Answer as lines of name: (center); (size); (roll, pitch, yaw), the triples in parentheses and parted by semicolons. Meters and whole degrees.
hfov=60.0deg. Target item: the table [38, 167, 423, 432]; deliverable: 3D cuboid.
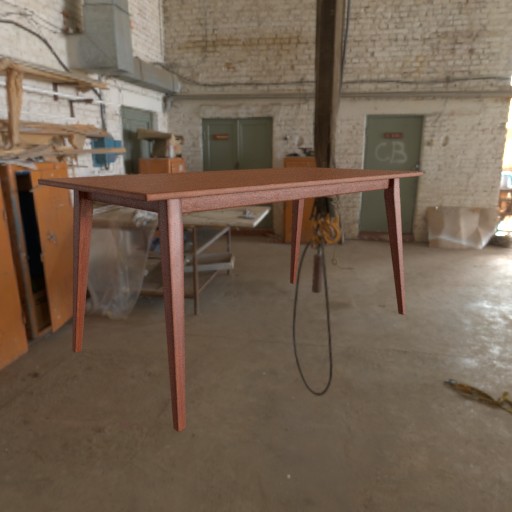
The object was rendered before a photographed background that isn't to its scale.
table: (0.000, 0.000, 2.095); (1.609, 0.755, 0.811); (-13, 19, -43)
